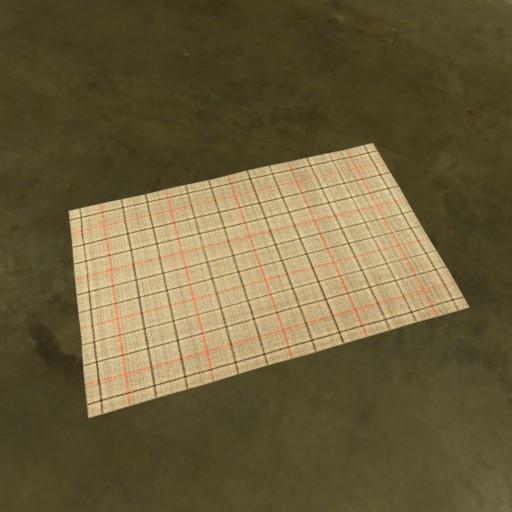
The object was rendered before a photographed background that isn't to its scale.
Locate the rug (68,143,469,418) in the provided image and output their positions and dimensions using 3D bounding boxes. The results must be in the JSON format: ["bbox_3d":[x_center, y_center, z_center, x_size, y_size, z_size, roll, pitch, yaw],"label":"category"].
[{"bbox_3d":[0.000,0.000,3.073,2.439,0.015,1.524,-14,60,-8],"label":"rug"}]
